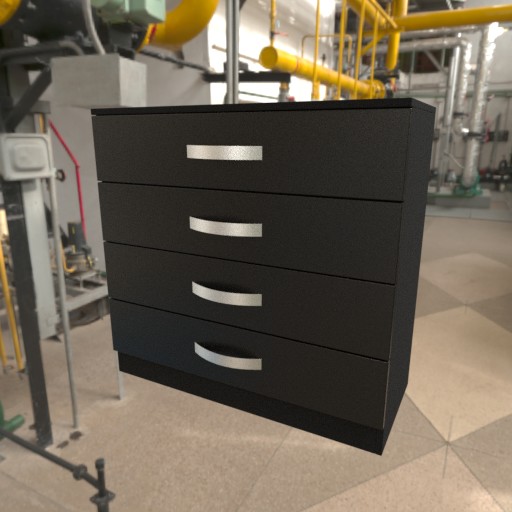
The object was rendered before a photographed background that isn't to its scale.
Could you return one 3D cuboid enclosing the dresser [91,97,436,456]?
[{"bbox_3d":[0.000,0.000,1.133,0.750,0.720,0.360,8,17,27],"label":"dresser"}]
